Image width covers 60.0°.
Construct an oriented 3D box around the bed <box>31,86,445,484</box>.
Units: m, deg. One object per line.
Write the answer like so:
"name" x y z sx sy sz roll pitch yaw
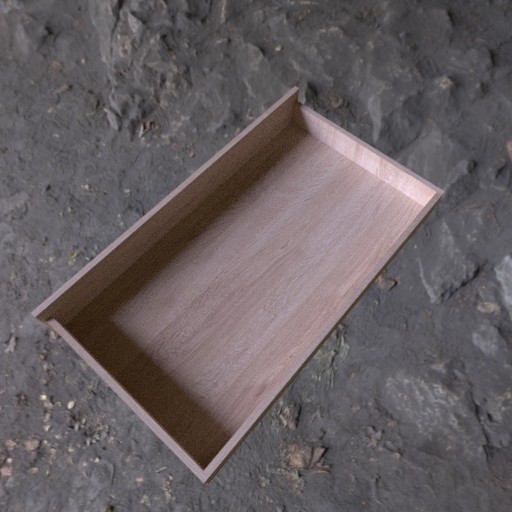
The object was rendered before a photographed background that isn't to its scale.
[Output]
"bed" 0.000 0.000 1.464 0.685 0.209 1.200 38 69 17
